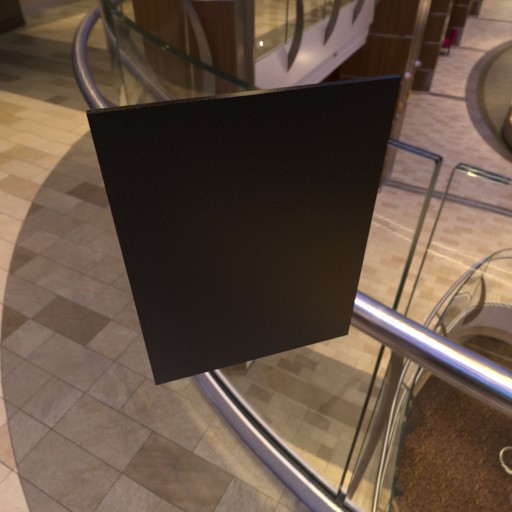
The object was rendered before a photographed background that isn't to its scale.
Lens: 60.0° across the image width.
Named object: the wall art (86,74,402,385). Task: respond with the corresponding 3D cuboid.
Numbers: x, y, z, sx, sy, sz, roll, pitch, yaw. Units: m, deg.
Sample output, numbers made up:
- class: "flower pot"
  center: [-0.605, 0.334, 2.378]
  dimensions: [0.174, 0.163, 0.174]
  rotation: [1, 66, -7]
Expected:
- class: "wall art"
  center: [0.000, 0.000, 0.789]
  dimensions: [0.442, 0.582, 0.013]
  rotation: [-12, 42, -13]
